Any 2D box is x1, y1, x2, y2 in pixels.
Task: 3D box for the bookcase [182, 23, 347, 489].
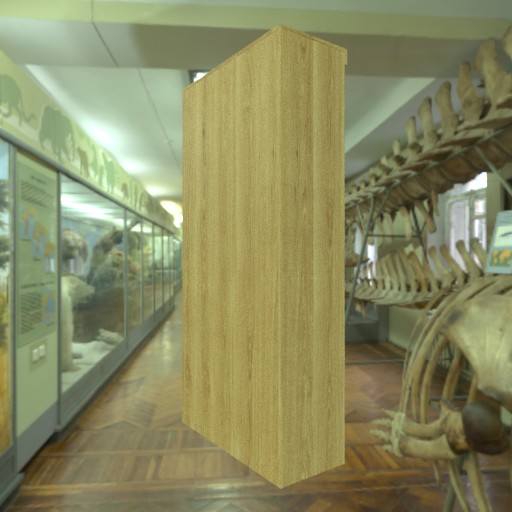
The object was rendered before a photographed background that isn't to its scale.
[{"bbox_3d":[0.000,0.000,2.430,0.420,2.020,0.950,0,0,-36],"label":"bookcase"}]
